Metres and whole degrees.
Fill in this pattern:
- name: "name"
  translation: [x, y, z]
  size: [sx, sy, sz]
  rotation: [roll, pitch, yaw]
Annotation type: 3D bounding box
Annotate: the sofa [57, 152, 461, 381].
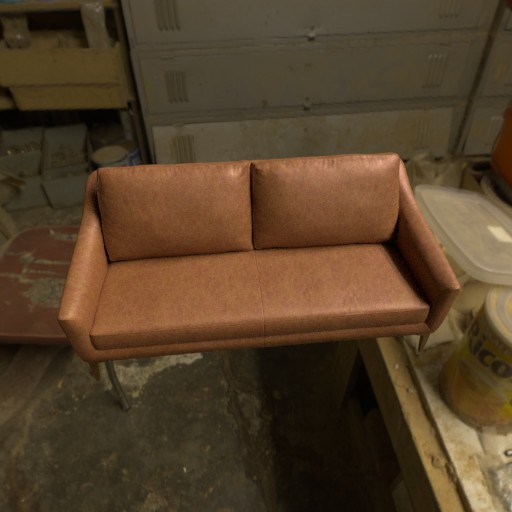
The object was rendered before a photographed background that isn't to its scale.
- name: "sofa"
  translation: [0.000, 0.000, 2.618]
  size: [2.036, 0.945, 0.981]
  rotation: [-4, 44, -4]
